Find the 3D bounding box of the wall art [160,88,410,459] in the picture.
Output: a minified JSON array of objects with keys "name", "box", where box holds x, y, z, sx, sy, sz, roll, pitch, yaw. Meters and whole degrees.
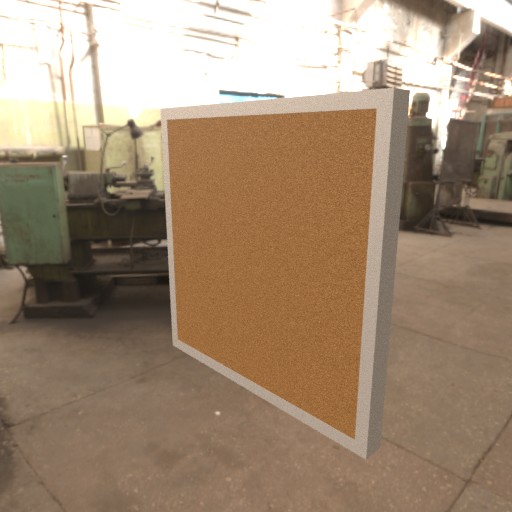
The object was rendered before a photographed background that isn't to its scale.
[{"name":"wall art","box":[0.000,0.000,0.770,0.038,0.508,0.507,-14,20,-42]}]
